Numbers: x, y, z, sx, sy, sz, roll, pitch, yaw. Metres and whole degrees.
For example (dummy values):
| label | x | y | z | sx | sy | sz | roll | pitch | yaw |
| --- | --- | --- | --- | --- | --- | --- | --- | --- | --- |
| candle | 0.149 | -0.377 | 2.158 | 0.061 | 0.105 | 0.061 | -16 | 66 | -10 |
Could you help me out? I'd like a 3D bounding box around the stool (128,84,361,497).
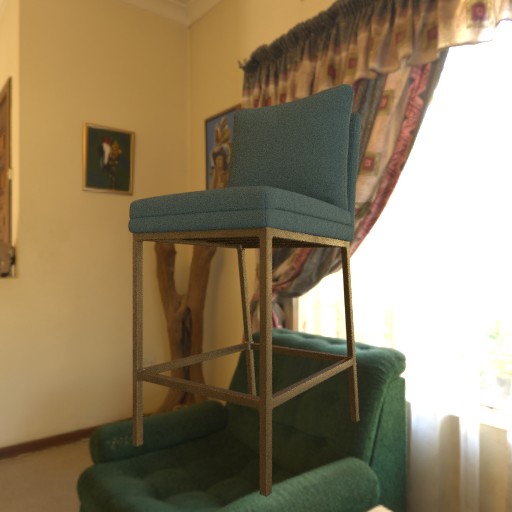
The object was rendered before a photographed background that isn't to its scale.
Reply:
| label | x | y | z | sx | sy | sz | roll | pitch | yaw |
| --- | --- | --- | --- | --- | --- | --- | --- | --- | --- |
| stool | 0.000 | 0.000 | 1.298 | 0.463 | 1.032 | 0.568 | 0 | 0 | 36 |
